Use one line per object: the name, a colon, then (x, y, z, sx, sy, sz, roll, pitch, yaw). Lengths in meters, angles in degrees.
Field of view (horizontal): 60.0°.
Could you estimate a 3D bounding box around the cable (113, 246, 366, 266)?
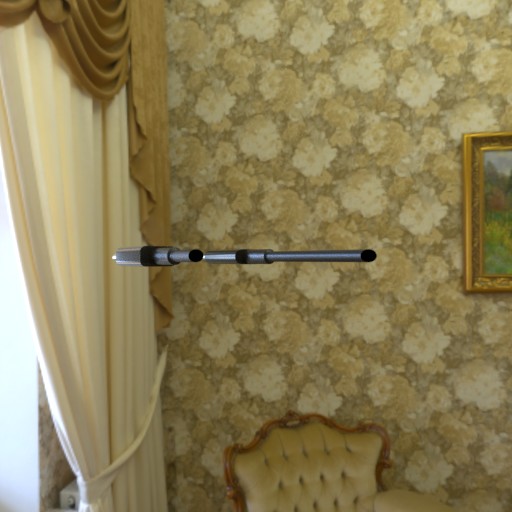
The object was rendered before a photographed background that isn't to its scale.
cable: (0.000, 0.000, 0.109, 0.040, 0.006, 0.098, 0, -1, -36)
